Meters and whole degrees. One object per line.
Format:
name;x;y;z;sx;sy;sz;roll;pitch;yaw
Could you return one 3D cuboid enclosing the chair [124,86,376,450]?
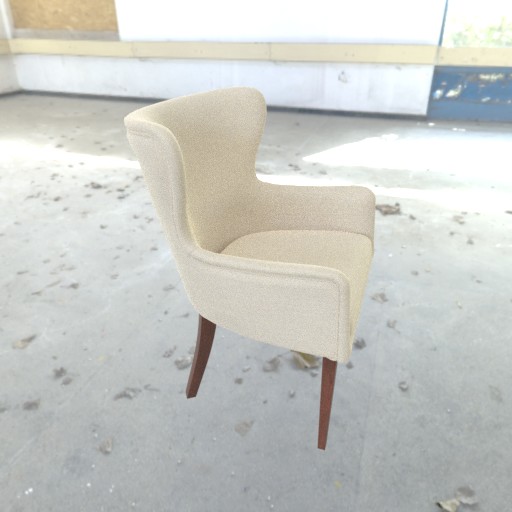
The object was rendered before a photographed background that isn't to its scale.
chair;0.000;0.000;1.506;0.744;0.990;0.696;9;30;17
